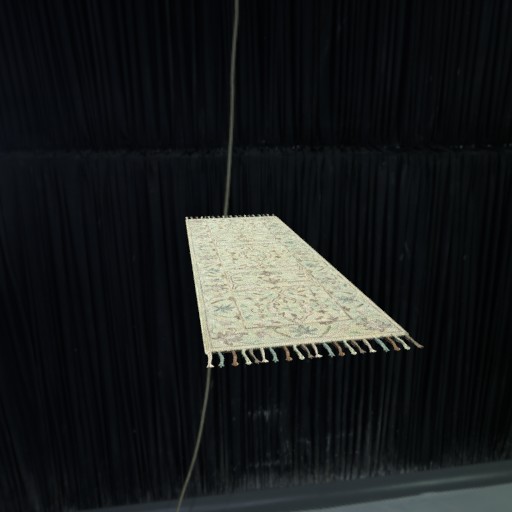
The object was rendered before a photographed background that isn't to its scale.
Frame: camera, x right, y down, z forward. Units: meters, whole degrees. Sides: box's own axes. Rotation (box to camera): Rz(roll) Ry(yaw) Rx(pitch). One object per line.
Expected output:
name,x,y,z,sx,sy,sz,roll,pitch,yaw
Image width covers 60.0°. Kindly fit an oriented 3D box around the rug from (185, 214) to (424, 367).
rug,0.000,0.000,2.653,0.769,0.013,2.440,-3,17,-10
